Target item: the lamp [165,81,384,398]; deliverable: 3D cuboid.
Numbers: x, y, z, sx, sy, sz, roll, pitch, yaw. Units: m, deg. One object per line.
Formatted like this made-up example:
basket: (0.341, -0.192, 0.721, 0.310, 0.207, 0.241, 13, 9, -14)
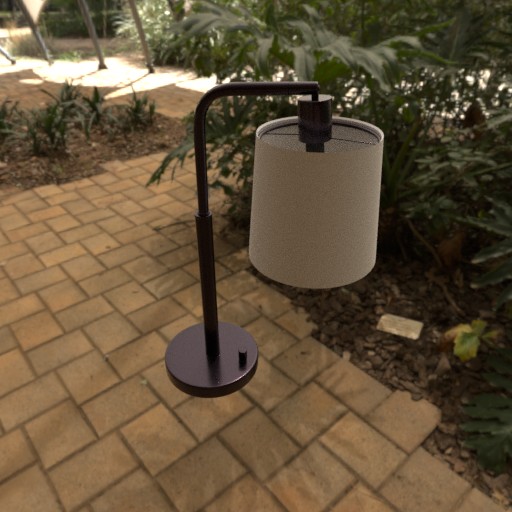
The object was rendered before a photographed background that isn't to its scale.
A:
lamp: (0.000, 0.000, 0.644, 0.333, 0.489, 0.171, 11, 34, 17)
